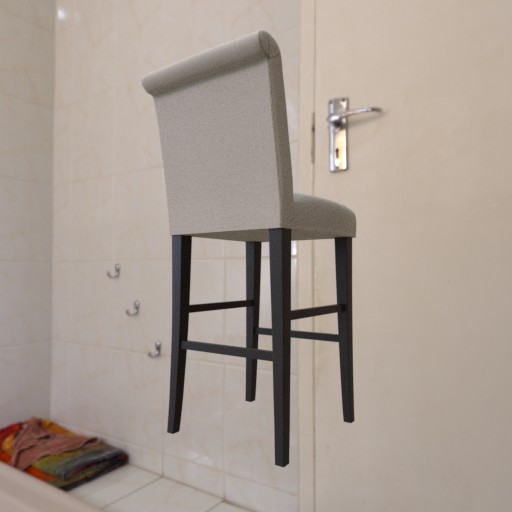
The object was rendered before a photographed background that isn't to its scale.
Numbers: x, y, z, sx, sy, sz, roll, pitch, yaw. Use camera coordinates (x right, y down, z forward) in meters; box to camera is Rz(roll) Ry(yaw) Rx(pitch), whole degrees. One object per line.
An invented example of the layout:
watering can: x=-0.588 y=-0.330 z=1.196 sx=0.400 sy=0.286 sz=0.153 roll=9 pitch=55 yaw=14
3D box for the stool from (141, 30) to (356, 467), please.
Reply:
stool: x=0.000 y=0.000 z=1.441 sx=0.452 sy=1.124 sz=0.597 roll=-2 pitch=-3 yaw=36
